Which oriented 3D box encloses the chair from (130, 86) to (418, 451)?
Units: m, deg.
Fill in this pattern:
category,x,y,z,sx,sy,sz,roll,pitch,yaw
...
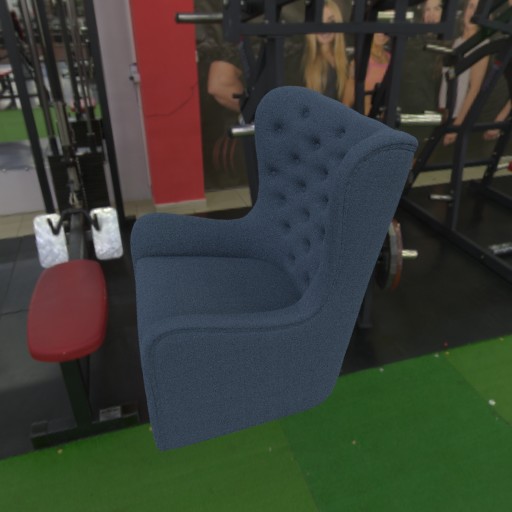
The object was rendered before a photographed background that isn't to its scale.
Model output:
category,x,y,z,sx,sy,sz,roll,pitch,yaw
chair,0.000,0.000,1.681,0.930,1.079,0.831,-8,31,-13
